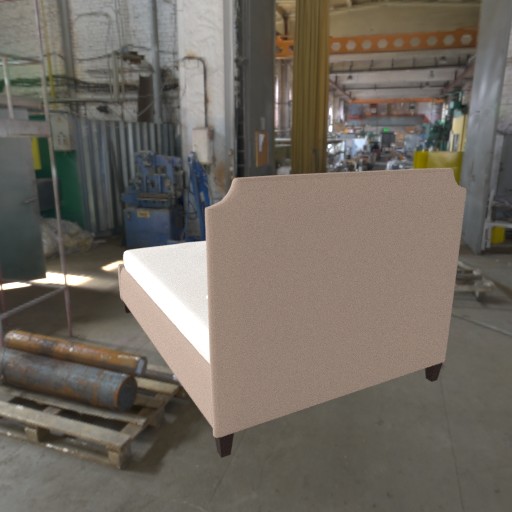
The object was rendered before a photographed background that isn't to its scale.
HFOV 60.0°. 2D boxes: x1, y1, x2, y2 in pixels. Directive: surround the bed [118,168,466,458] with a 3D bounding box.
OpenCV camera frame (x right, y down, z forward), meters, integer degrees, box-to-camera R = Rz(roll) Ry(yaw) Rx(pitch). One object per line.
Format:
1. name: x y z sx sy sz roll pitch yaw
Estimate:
1. bed: 0.000 0.000 3.458 1.713 1.443 2.372 -8 17 -27
